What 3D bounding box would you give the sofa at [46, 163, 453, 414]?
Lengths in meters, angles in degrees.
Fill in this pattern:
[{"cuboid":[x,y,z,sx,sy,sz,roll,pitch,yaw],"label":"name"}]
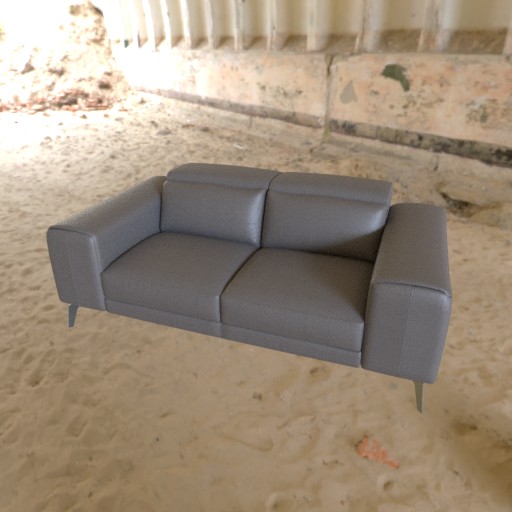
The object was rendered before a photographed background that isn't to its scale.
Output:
[{"cuboid":[0.000,0.000,2.438,1.930,0.753,1.024,9,27,18],"label":"sofa"}]
